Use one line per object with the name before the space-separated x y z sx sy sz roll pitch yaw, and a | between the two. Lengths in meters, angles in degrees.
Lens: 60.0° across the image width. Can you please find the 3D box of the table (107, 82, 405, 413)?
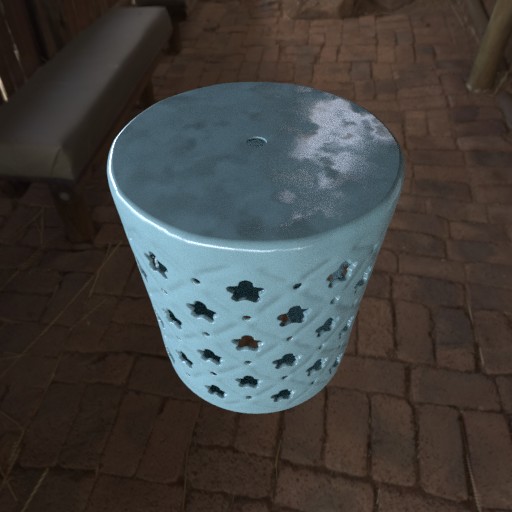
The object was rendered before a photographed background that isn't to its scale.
table | 0.000 0.000 0.662 0.352 0.387 0.352 0 46 0
